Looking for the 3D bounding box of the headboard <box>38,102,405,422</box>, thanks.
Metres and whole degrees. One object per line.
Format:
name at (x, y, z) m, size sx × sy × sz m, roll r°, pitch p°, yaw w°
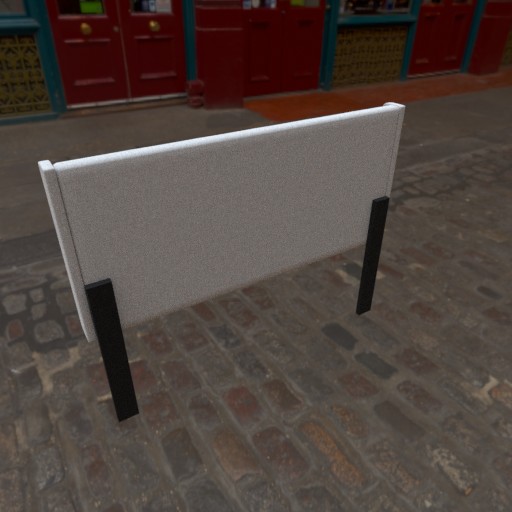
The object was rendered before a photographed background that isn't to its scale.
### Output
headboard at (0.000, 0.000, 2.653) m, size 2.051 × 1.524 × 0.184 m, roll -18°, pitch 36°, yaw -26°
